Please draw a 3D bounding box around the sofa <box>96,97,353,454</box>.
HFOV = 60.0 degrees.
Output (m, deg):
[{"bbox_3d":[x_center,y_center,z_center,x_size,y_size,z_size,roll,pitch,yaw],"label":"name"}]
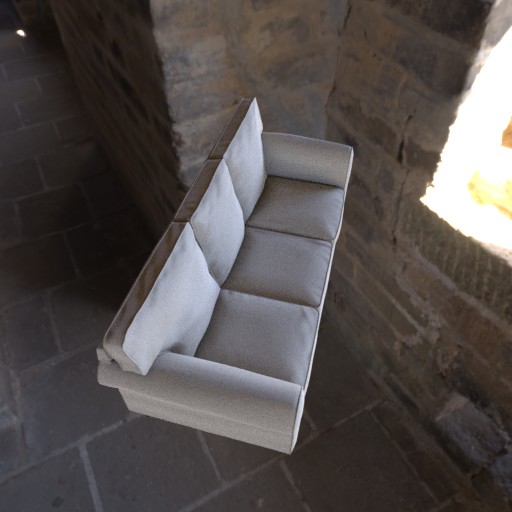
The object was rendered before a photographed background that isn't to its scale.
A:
[{"bbox_3d":[0.000,0.000,2.655,0.916,0.961,2.084,11,48,10],"label":"sofa"}]
